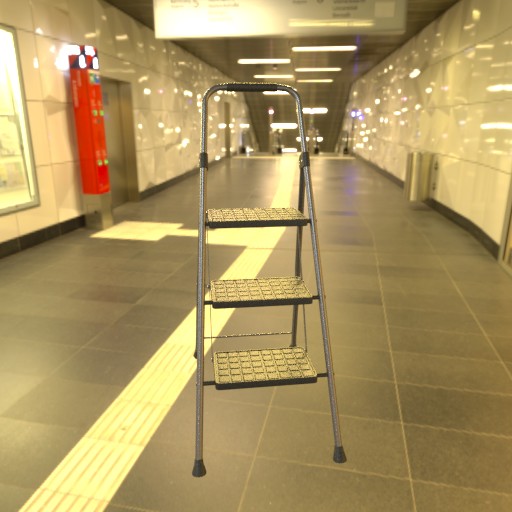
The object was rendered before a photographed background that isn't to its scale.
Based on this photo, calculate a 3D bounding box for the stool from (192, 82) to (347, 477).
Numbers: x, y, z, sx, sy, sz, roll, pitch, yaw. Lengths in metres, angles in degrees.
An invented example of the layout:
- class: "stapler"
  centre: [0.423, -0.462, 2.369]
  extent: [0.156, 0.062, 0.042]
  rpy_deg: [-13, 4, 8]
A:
- class: "stool"
  centre: [0.000, 0.000, 1.513]
  extent: [0.473, 1.121, 0.733]
  rpy_deg: [-2, 17, -7]
